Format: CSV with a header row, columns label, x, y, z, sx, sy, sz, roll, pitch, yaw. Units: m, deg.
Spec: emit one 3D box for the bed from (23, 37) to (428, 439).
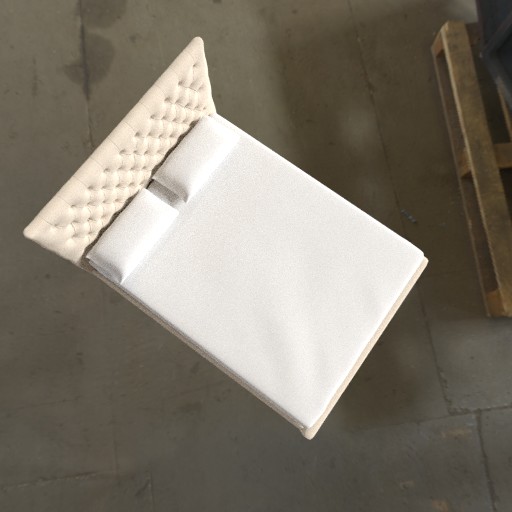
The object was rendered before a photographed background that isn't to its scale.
label,x,y,z,sx,sy,sz,roll,pitch,yaw
bed,0.000,0.000,3.291,2.233,1.426,1.696,35,79,8
